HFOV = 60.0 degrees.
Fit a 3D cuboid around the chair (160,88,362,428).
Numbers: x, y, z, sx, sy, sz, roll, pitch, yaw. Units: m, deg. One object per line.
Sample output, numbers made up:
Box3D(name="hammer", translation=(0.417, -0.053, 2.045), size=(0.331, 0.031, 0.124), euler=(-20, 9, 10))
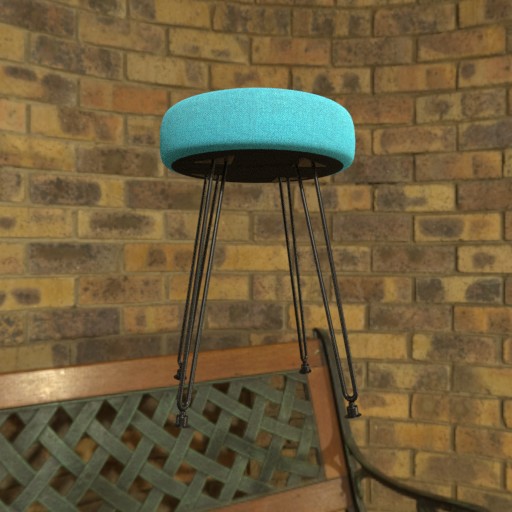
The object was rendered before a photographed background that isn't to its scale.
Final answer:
Box3D(name="chair", translation=(0.000, 0.000, 0.699), size=(0.350, 0.440, 0.350), euler=(0, 0, 35))
